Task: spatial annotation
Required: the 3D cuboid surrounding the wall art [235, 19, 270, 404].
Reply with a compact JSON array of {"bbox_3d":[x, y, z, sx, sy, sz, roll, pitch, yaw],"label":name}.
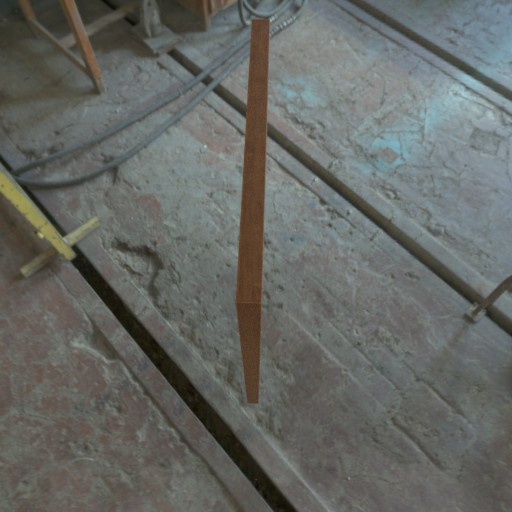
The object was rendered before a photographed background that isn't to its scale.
[{"bbox_3d":[0.000,0.000,1.165,0.037,0.914,0.610,2,63,1],"label":"wall art"}]
